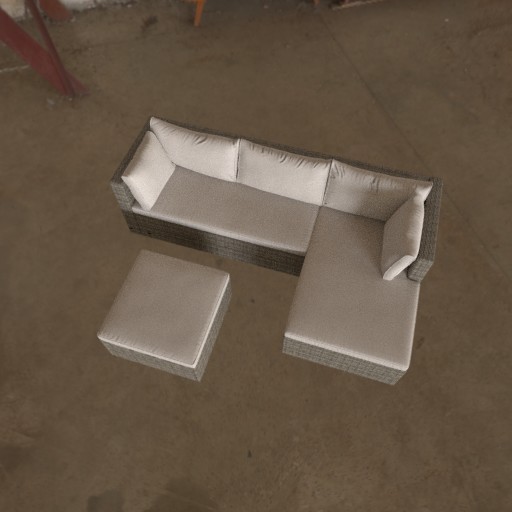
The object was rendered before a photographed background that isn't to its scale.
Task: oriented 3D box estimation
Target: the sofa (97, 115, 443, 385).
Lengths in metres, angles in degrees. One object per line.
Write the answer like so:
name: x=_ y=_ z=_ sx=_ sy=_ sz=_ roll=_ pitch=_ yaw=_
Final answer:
sofa: x=0.000 y=0.000 z=3.013 sx=2.192 sy=0.766 sz=1.662 roll=15 pitch=60 yaw=9
